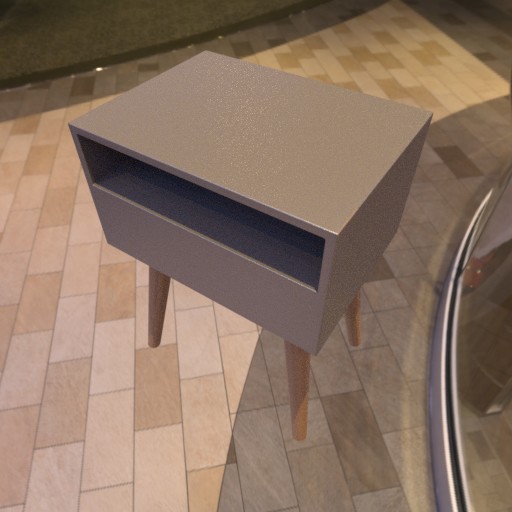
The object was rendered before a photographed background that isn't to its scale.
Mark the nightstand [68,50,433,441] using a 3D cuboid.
[{"bbox_3d":[0.000,0.000,0.742,0.370,0.508,0.288,25,51,23],"label":"nightstand"}]
